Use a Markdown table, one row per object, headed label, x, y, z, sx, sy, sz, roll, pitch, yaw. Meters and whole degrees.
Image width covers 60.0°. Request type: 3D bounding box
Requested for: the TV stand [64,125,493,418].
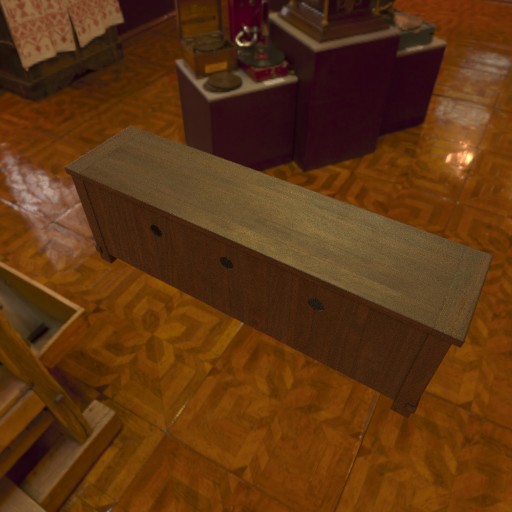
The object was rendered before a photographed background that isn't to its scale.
| label | x | y | z | sx | sy | sz | roll | pitch | yaw |
| --- | --- | --- | --- | --- | --- | --- | --- | --- | --- |
| TV stand | 0.000 | 0.000 | 2.129 | 1.866 | 0.615 | 0.471 | 24 | 50 | 21 |
